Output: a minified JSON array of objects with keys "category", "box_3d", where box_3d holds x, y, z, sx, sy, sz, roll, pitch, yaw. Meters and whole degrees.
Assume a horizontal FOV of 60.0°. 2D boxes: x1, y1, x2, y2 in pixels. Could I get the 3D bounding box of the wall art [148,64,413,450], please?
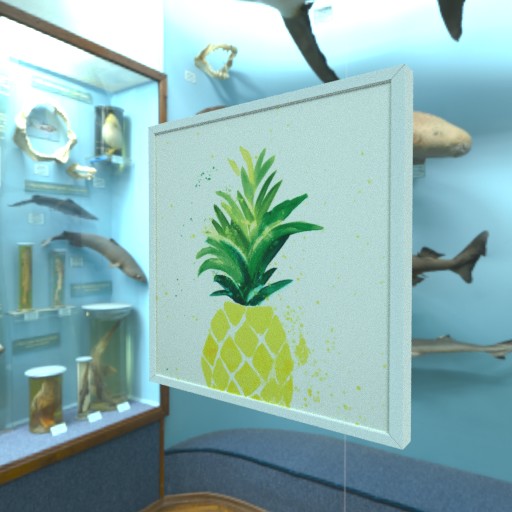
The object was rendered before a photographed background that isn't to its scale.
[{"category":"wall art","box_3d":[0.000,0.000,0.451,0.307,0.307,0.020,1,1,36]}]
